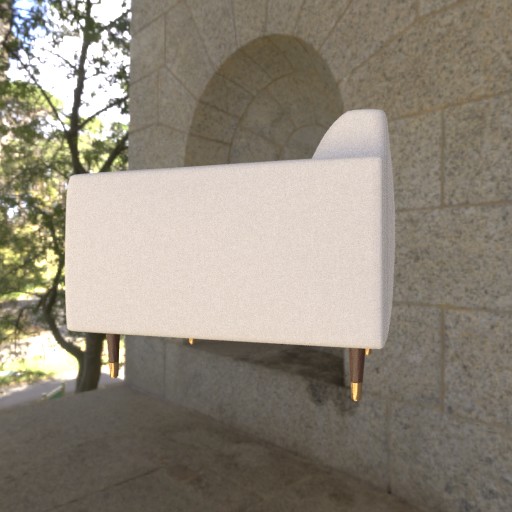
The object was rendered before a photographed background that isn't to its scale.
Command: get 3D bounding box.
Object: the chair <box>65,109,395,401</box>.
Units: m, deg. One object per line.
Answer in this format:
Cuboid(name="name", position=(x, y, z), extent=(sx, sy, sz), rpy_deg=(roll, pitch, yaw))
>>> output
Cuboid(name="chair", position=(0.000, 0.000, 1.666), extent=(0.998, 0.819, 0.953), rpy_deg=(0, 0, 17))
